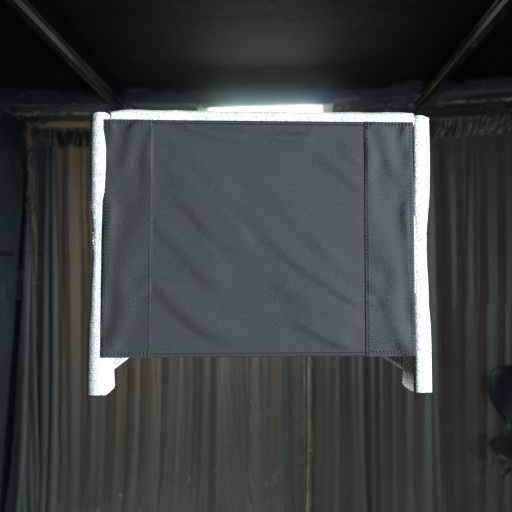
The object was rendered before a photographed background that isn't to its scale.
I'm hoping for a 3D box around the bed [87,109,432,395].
[{"bbox_3d":[0.000,0.000,3.918,2.219,1.771,2.347,0,-2,-2],"label":"bed"}]
